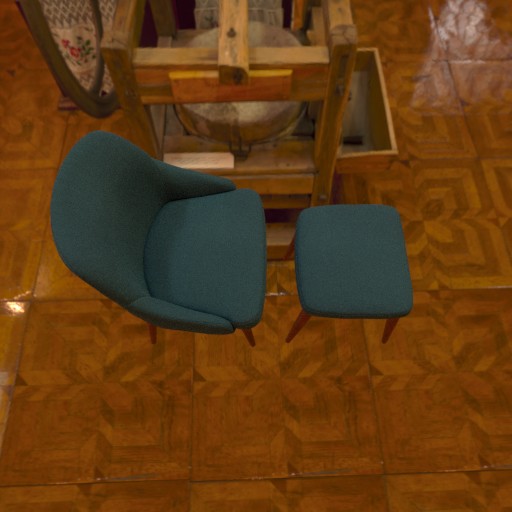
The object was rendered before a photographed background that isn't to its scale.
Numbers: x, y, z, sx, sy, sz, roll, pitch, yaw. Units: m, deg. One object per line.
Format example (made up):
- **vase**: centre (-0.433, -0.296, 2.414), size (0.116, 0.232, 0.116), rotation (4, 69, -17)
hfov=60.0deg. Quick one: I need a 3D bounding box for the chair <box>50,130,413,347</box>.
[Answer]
- **chair**: centre (0.000, 0.000, 1.597), size (1.114, 0.866, 0.584), rotation (0, 64, 0)
